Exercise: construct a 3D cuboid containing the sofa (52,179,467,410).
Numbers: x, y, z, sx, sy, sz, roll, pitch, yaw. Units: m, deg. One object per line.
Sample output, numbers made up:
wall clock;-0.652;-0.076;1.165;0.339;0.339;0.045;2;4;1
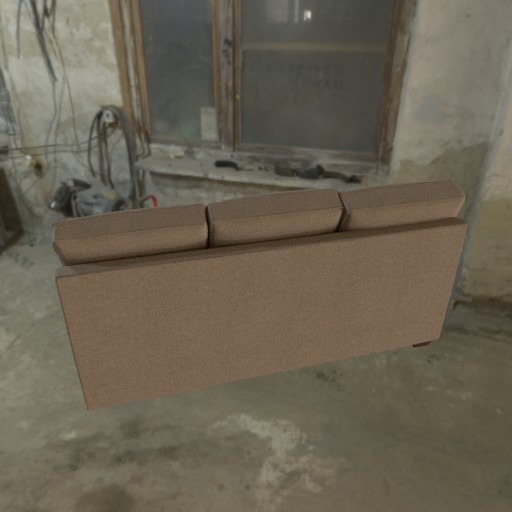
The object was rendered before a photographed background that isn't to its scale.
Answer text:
sofa;0.000;0.000;2.729;2.092;1.036;1.127;-8;29;-14
